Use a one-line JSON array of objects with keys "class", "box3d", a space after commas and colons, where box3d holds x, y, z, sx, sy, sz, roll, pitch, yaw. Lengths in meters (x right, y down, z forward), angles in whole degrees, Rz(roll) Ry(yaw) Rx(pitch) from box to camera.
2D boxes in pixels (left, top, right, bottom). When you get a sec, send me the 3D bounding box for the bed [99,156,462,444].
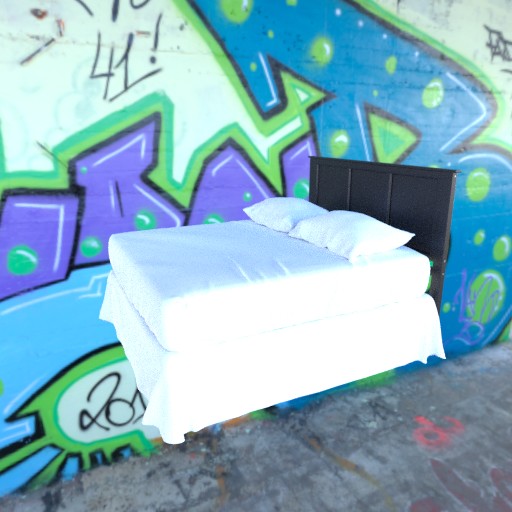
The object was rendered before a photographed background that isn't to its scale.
[{"class": "bed", "box3d": [0.000, 0.000, 3.196, 2.050, 1.270, 1.870, -8, 18, -26]}]
